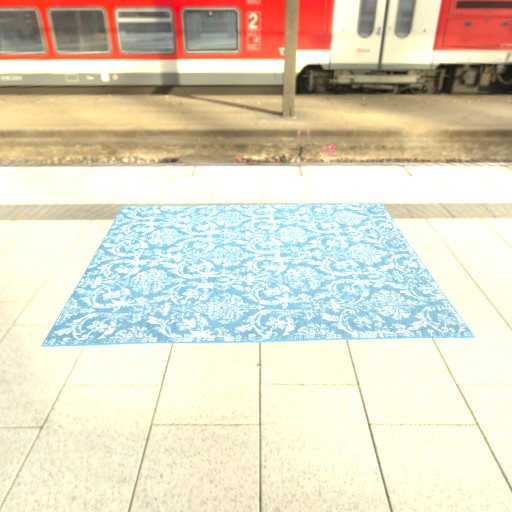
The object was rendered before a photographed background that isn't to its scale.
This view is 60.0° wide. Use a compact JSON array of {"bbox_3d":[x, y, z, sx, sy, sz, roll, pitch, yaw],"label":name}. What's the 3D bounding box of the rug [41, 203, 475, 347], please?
[{"bbox_3d":[0.000,0.000,4.058,2.980,0.012,2.363,-1,30,-2],"label":"rug"}]
